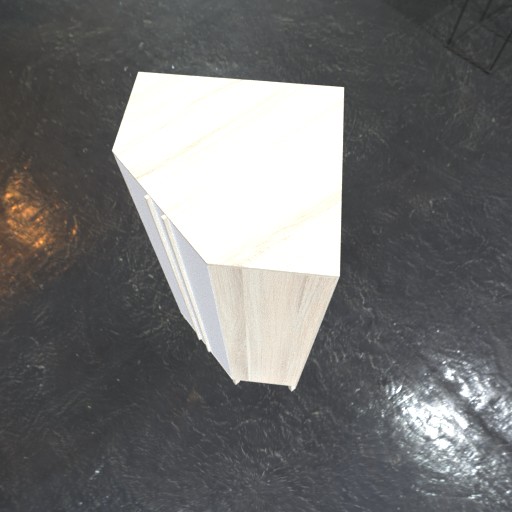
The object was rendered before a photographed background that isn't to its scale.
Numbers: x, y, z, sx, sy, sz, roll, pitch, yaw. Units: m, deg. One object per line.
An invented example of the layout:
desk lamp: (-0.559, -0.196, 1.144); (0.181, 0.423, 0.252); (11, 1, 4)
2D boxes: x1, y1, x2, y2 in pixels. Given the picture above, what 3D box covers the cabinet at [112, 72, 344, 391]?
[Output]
cabinet: (0.000, 0.000, 2.628); (0.969, 1.957, 1.272); (-35, 68, -17)
